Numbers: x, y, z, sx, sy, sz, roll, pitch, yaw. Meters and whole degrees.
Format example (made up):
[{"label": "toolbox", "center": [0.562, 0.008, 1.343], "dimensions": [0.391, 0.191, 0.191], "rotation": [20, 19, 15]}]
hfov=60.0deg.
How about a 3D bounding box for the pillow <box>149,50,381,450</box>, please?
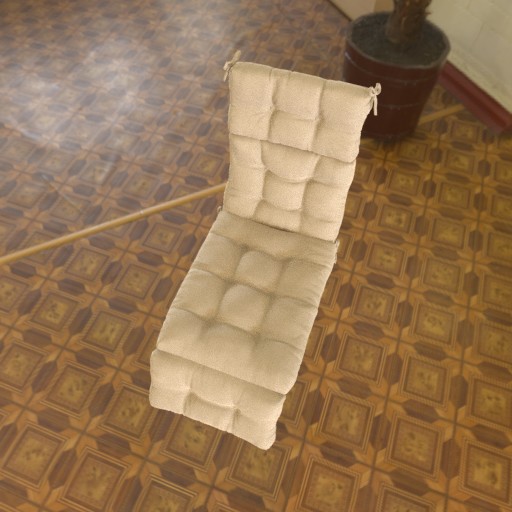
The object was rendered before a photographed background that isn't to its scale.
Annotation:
[{"label": "pillow", "center": [0.000, 0.000, 1.524], "dimensions": [0.526, 0.863, 1.016], "rotation": [17, 58, 11]}]
